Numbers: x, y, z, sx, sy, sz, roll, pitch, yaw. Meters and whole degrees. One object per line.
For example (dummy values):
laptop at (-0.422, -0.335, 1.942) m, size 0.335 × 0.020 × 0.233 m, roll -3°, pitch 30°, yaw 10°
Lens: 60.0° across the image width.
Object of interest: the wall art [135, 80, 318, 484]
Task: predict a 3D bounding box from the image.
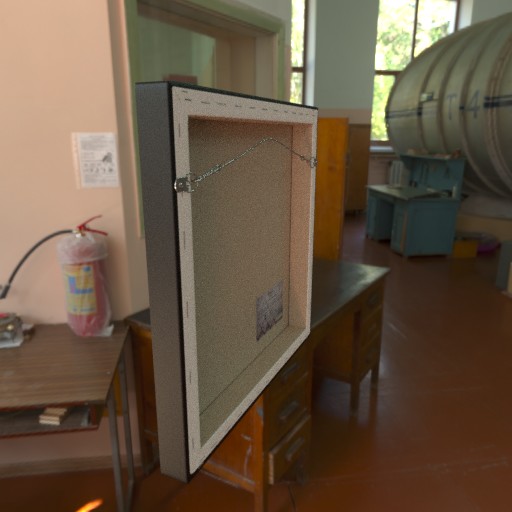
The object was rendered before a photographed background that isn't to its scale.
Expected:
wall art at (0.000, 0.000, 0.604) m, size 0.041 × 0.407 × 0.406 m, roll 7°, pitch 17°, yaw 25°
